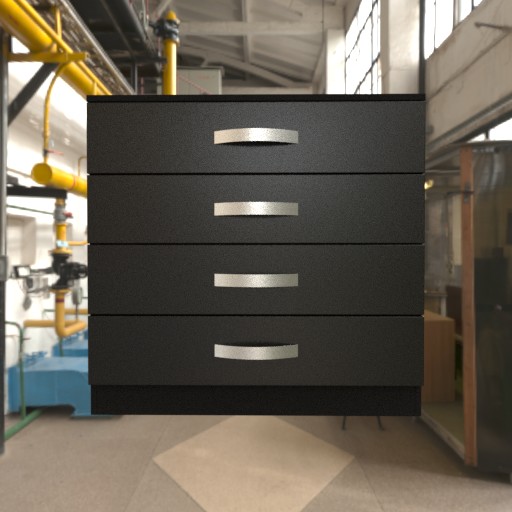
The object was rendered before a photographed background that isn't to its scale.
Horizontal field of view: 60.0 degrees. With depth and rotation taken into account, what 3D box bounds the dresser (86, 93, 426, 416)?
[{"bbox_3d":[0.000,0.000,1.137,0.750,0.720,0.360,0,1,1],"label":"dresser"}]
